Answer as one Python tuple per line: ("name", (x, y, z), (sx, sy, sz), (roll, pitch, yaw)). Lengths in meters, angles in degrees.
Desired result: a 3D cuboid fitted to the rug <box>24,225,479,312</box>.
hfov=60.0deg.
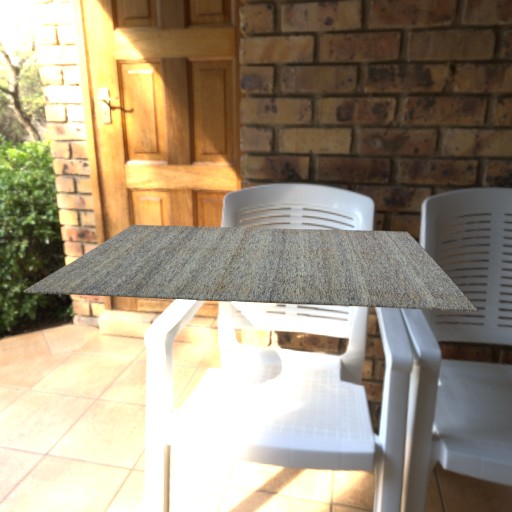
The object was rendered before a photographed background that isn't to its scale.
("rug", (0.000, 0.000, 2.364), (1.846, 0.014, 1.243), (2, 17, 6))
